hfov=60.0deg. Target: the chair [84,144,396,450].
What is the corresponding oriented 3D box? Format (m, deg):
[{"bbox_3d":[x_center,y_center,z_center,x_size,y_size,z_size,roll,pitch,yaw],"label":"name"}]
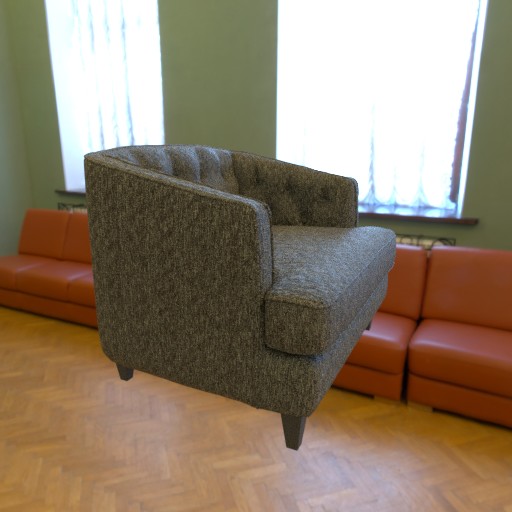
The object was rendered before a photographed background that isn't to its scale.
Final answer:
[{"bbox_3d":[0.000,0.000,1.747,0.941,0.852,1.104,7,16,25],"label":"chair"}]
